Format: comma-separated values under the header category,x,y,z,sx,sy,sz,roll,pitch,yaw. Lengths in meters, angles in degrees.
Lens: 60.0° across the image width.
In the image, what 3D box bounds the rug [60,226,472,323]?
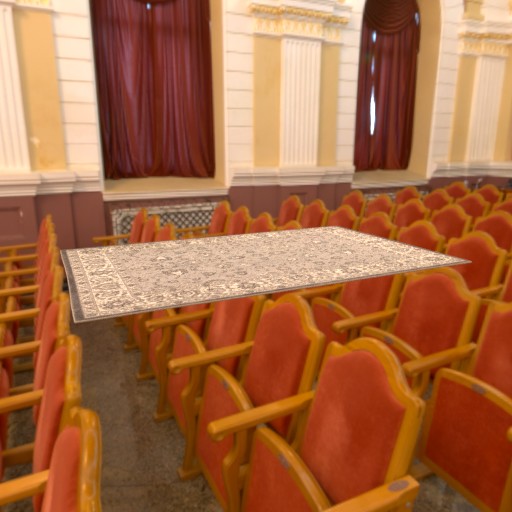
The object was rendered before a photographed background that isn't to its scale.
category,x,y,z,sx,sy,sz,roll,pitch,yaw
rug,0.000,0.000,3.070,2.438,0.011,1.524,-6,15,-25
